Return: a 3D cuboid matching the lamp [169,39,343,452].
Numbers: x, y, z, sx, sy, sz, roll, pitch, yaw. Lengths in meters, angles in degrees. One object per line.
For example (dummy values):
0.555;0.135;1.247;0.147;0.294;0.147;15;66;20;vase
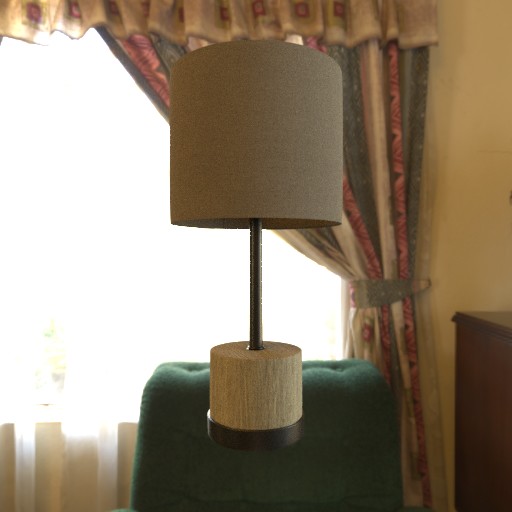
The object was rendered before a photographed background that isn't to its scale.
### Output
0.000;0.000;0.594;0.229;0.470;0.229;0;0;-18;lamp
